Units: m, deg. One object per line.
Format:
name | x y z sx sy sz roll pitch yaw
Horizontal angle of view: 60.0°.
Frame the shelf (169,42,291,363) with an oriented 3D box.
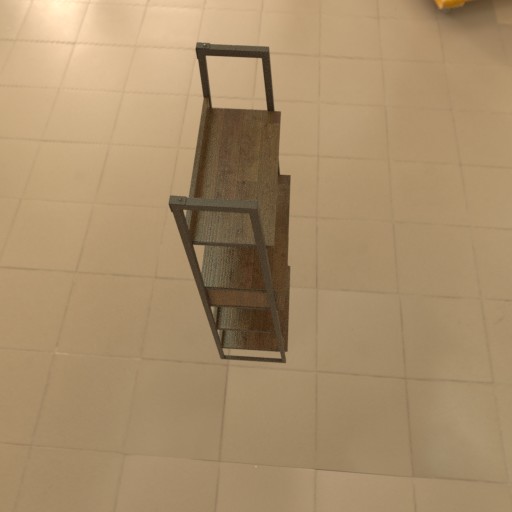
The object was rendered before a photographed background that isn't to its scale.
shelf | 0.000 0.000 2.282 0.454 2.005 0.652 3 65 2
